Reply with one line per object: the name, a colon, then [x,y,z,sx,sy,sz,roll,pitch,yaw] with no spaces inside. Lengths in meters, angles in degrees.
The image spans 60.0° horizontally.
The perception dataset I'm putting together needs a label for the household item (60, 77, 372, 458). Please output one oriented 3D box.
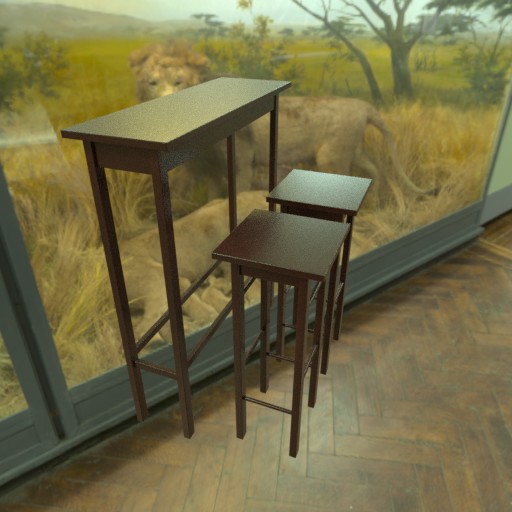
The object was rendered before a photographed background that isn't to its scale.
household item: [0.000,0.000,1.620,0.676,1.067,0.914,11,32,19]
